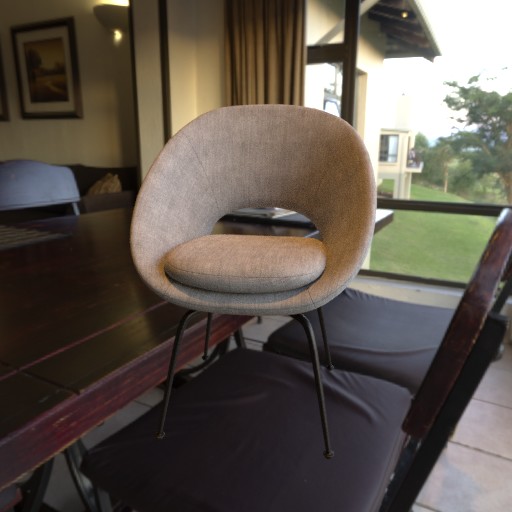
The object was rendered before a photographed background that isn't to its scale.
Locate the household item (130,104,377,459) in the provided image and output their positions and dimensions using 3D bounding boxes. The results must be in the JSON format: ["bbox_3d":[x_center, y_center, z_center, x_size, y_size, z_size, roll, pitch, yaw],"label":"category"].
[{"bbox_3d":[0.000,0.000,1.276,0.643,0.869,0.587,2,15,9],"label":"household item"}]
